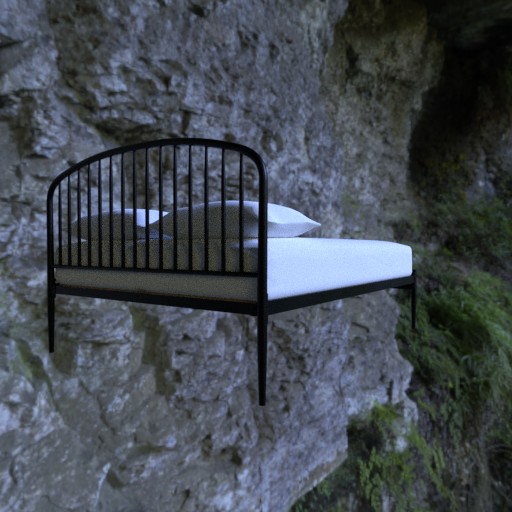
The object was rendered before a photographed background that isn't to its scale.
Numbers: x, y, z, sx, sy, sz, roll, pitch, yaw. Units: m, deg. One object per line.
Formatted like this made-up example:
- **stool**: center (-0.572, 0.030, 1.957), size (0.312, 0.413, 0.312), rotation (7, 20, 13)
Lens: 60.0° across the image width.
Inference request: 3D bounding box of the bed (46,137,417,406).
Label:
- **bed**: center (0.000, 0.000, 3.113), size (1.618, 1.166, 2.159), rotation (1, 1, 35)
